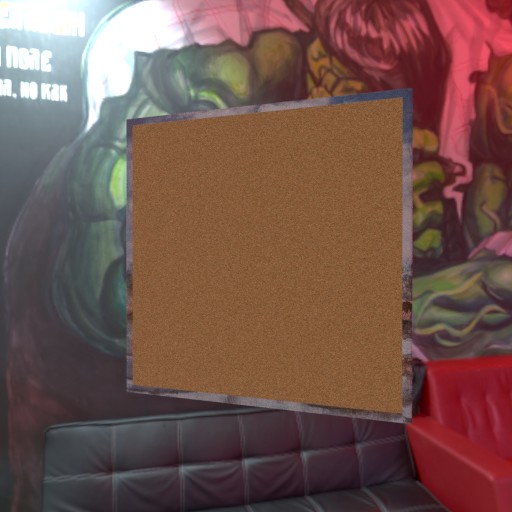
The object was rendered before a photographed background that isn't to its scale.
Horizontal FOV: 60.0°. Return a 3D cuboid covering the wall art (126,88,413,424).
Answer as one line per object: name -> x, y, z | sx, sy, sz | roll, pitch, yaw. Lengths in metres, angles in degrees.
wall art -> 0.000, 0.000, 1.518 | 1.010, 1.020, 0.040 | 0, 0, 18
